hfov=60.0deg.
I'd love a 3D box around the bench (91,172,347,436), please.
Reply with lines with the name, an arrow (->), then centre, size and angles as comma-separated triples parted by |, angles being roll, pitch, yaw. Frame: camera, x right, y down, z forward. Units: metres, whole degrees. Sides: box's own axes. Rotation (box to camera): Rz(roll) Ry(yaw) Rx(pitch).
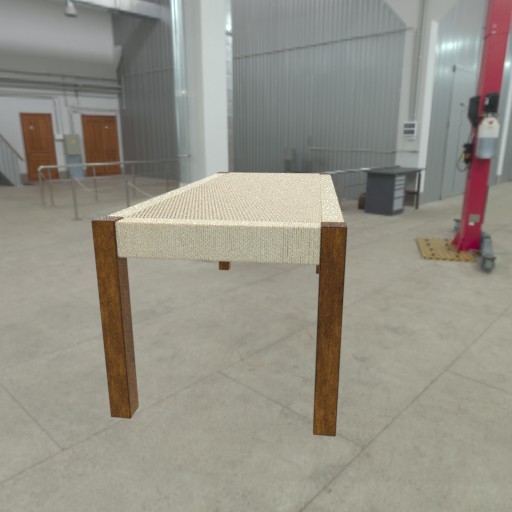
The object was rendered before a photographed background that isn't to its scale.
bench -> 0.000, 0.000, 1.491 | 0.507, 0.457, 1.198 | 2, 15, 7
